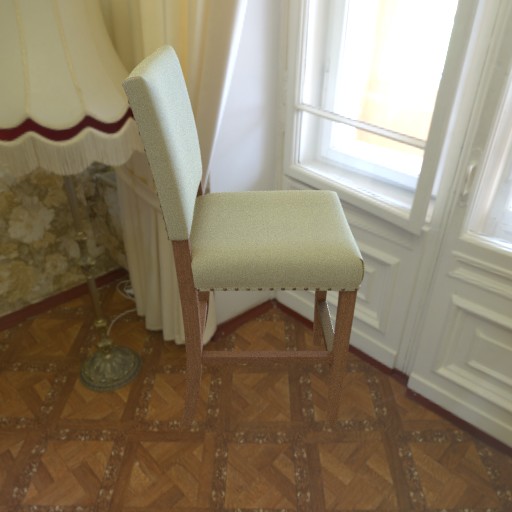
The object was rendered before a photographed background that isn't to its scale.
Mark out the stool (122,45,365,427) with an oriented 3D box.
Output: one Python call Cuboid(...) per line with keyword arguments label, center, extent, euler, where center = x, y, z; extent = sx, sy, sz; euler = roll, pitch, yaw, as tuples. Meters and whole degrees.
Cuboid(label="stool", center=(0.000, 0.000, 1.413), extent=(0.584, 1.168, 0.445), euler=(-1, 33, -1))
